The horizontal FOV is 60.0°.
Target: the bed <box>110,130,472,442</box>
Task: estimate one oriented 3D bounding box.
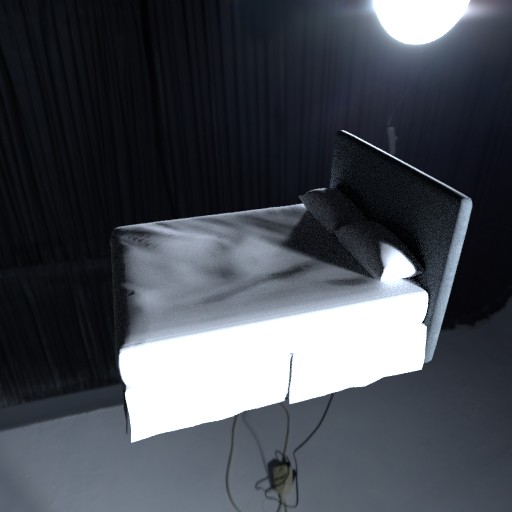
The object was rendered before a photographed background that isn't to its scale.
[{"bbox_3d":[0.000,0.000,3.272,2.142,1.330,1.713,-9,31,-14],"label":"bed"}]
